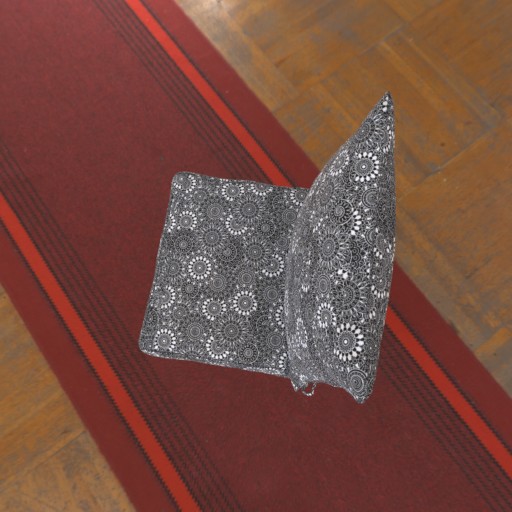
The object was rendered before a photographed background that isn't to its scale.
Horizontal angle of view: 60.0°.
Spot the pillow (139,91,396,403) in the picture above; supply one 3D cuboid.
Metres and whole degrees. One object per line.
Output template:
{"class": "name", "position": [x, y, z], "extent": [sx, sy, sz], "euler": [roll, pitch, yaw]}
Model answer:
{"class": "pillow", "position": [0.000, 0.000, 1.376], "extent": [0.740, 0.722, 0.798], "euler": [8, 76, 2]}
